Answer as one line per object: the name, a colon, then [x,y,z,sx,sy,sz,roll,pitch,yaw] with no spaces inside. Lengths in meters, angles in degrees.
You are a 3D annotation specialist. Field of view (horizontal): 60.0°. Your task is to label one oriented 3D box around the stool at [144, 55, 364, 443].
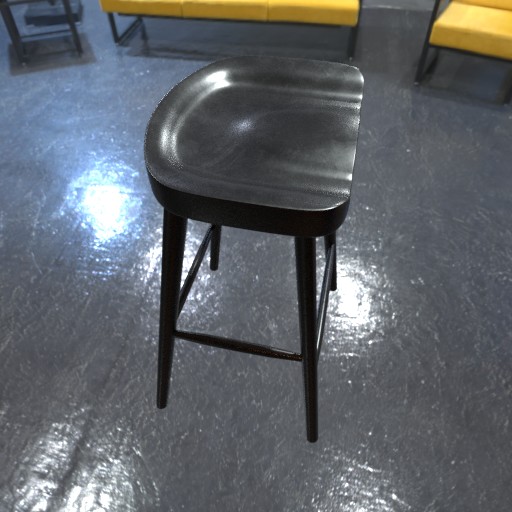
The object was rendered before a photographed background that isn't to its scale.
stool: [0.000,0.000,0.875,0.361,0.615,0.440,9,48,9]
